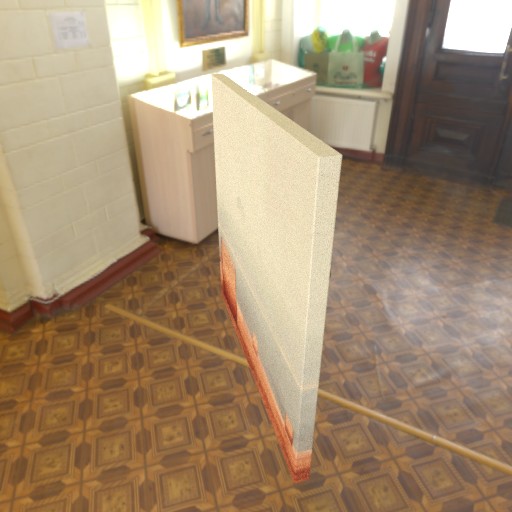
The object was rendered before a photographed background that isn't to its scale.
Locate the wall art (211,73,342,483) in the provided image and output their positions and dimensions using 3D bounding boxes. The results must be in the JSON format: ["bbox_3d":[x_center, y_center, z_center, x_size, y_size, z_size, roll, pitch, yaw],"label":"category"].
[{"bbox_3d":[0.000,0.000,0.601,0.023,0.405,0.405,-9,32,-14],"label":"wall art"}]
